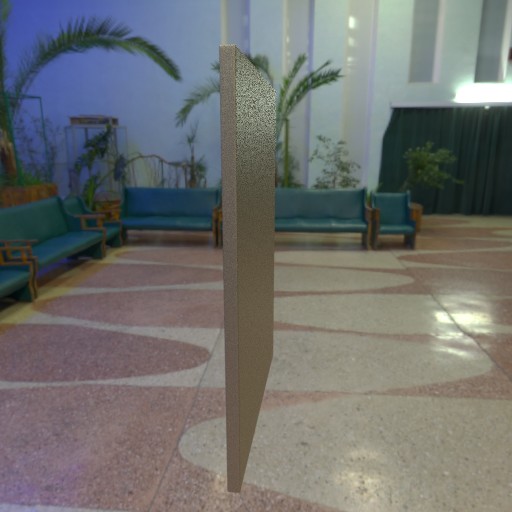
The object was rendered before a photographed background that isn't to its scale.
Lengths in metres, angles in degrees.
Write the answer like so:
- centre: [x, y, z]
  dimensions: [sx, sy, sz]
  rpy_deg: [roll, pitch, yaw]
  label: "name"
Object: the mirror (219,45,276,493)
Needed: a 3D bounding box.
- centre: [0.000, 0.000, 1.337]
  dimensions: [0.032, 1.023, 0.756]
  rpy_deg: [2, 14, 8]
  label: "mirror"
